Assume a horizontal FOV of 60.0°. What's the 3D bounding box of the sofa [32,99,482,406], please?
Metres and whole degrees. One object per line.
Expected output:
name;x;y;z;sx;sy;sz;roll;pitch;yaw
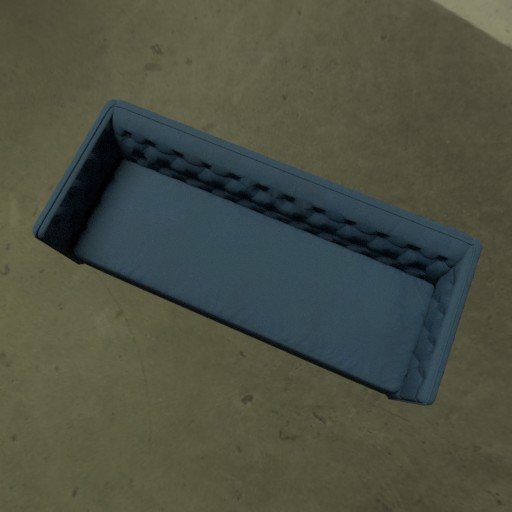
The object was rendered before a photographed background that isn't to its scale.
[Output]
sofa;0.000;0.000;2.623;2.209;0.771;0.895;23;76;6
